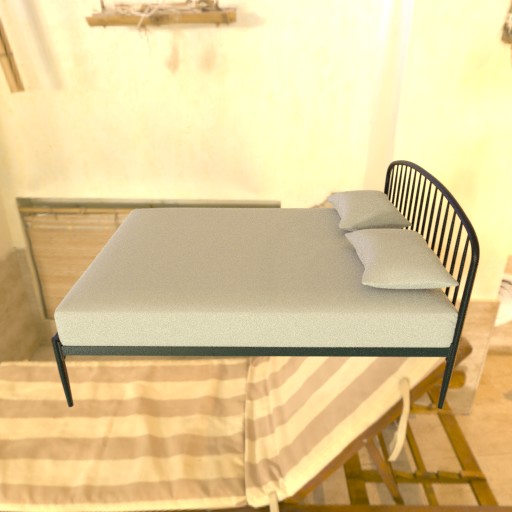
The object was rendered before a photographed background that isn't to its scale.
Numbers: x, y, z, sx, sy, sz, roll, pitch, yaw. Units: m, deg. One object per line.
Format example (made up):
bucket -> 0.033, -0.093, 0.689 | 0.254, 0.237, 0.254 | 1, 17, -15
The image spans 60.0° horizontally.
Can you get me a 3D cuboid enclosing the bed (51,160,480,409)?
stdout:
bed -> 0.000, 0.000, 3.003 | 2.159, 1.166, 1.618 | 0, 25, 0
